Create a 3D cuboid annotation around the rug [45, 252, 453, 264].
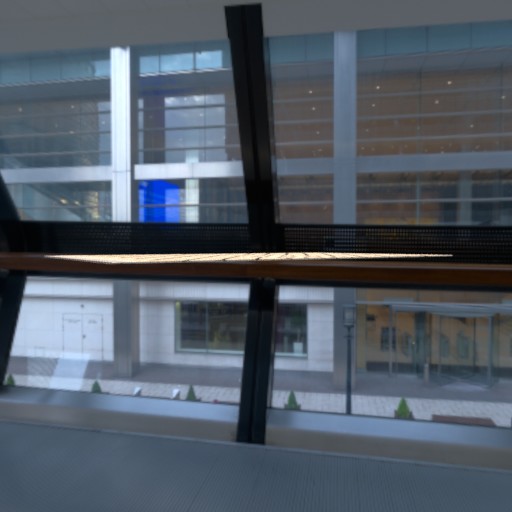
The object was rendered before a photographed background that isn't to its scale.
[{"bbox_3d":[0.000,0.000,2.517,2.006,0.008,1.196,-1,2,-35],"label":"rug"}]
